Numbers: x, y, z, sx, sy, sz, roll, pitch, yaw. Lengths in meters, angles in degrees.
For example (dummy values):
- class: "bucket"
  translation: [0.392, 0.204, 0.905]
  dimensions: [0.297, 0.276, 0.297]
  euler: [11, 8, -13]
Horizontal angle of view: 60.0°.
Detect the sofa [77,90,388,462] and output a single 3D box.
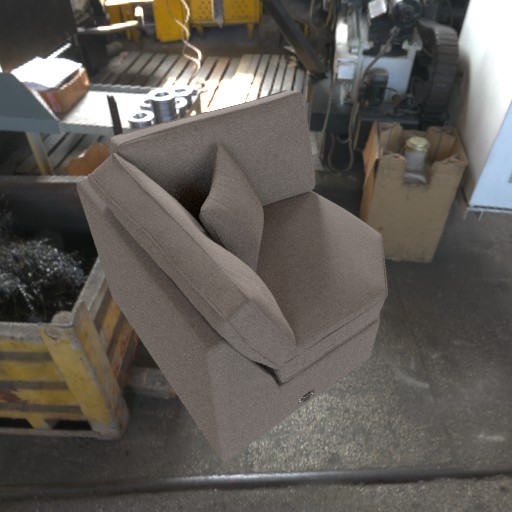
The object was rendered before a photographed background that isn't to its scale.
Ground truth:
- class: "sofa"
  translation: [0.000, 0.000, 1.876]
  dimensions: [1.042, 0.951, 1.050]
  euler: [-26, 48, -25]
